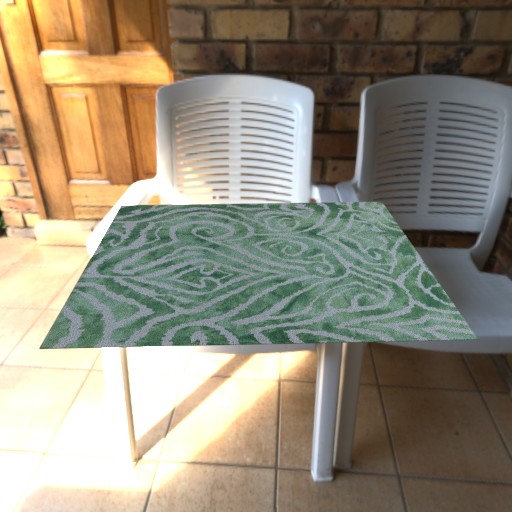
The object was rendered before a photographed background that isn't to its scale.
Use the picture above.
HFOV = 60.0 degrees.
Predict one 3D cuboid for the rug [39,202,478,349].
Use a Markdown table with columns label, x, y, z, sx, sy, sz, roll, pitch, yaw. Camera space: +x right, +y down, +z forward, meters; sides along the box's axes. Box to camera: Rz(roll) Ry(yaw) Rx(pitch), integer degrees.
| label | x | y | z | sx | sy | sz | roll | pitch | yaw |
| --- | --- | --- | --- | --- | --- | --- | --- | --- | --- |
| rug | 0.000 | 0.000 | 4.123 | 3.045 | 0.007 | 2.436 | -1 | 30 | -2 |
